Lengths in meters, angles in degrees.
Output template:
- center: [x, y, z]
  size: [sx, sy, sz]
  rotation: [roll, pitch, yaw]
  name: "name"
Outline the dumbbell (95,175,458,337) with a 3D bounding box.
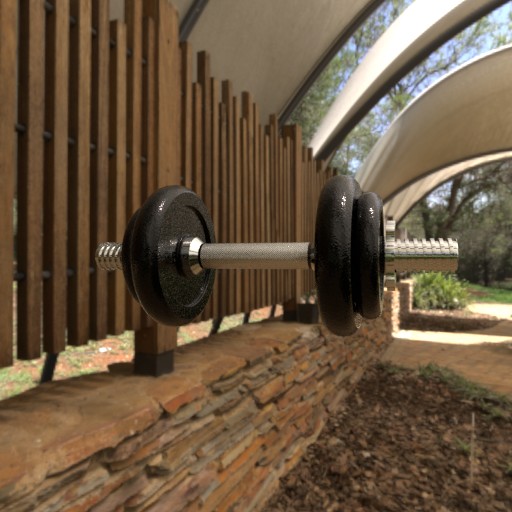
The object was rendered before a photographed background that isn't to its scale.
- center: [0.000, 0.000, 0.599]
  size: [0.497, 0.202, 0.202]
  rotation: [0, 0, 19]
  name: "dumbbell"
